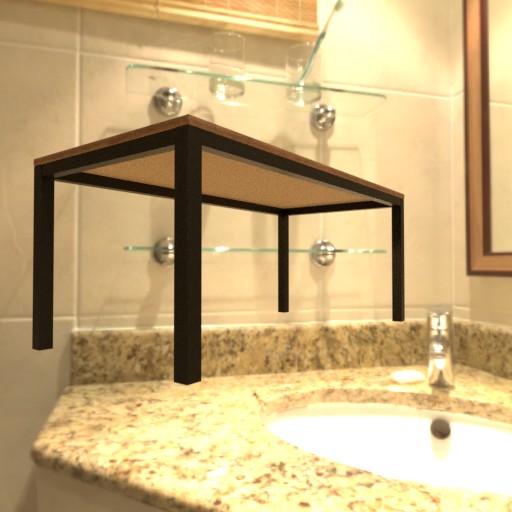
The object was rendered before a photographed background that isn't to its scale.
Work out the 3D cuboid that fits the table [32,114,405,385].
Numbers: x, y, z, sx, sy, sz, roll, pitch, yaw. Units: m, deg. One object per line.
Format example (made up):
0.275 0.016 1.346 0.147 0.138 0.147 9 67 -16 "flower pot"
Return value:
0.000 0.000 2.238 0.893 0.767 1.805 -1 -1 37 "table"
